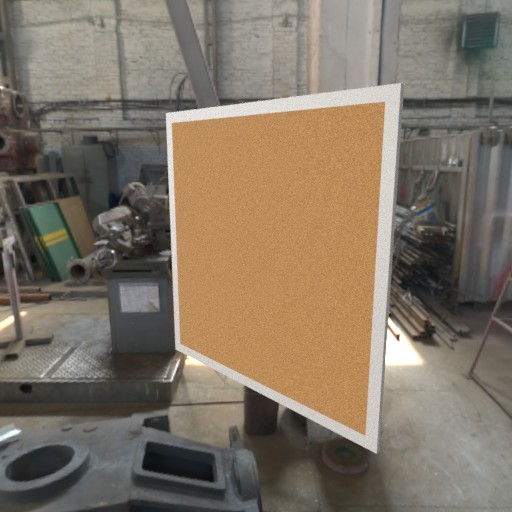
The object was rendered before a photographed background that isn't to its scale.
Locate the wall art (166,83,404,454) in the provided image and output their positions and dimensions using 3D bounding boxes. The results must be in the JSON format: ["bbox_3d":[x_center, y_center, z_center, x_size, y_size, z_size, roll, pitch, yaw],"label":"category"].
[{"bbox_3d":[0.000,0.000,0.845,0.009,0.559,0.558,-12,17,-43],"label":"wall art"}]
